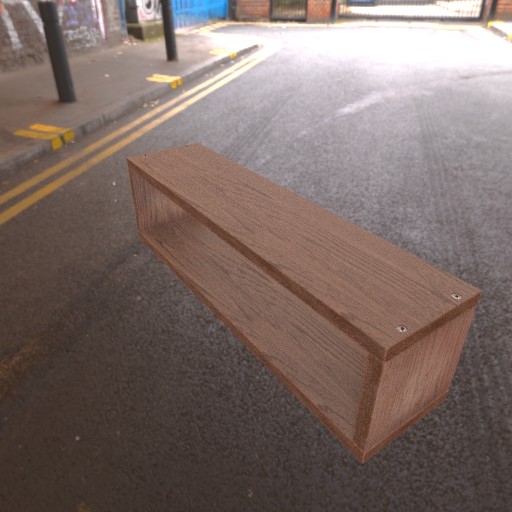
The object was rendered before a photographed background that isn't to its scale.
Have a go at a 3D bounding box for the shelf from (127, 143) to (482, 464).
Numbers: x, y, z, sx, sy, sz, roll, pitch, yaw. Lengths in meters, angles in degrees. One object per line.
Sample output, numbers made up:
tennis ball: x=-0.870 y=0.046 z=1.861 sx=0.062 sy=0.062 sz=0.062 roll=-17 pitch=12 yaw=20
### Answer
shelf: x=0.000 y=0.000 z=0.685 sx=0.150 sy=0.170 sz=0.610 roll=-21 pitch=38 yaw=-30
